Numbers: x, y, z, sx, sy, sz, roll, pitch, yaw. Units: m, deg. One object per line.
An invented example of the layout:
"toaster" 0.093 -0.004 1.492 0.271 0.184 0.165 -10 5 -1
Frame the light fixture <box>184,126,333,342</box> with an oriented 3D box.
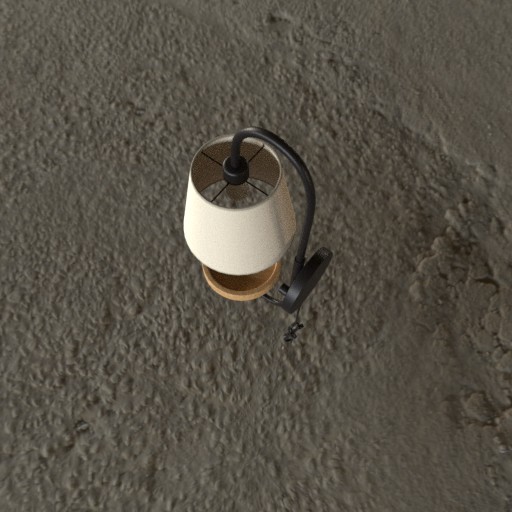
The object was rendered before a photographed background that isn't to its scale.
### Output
"light fixture" 0.000 0.000 0.951 0.299 0.821 0.220 35 70 15
